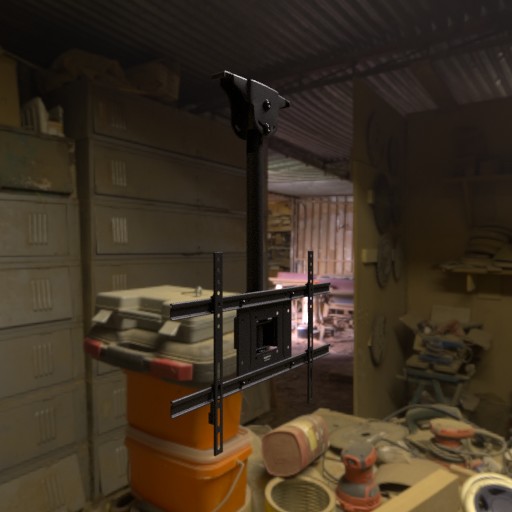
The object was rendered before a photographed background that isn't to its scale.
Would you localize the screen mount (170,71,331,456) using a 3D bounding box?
[{"bbox_3d":[0.000,0.000,1.038,0.090,0.775,0.595,1,2,37],"label":"screen mount"}]
